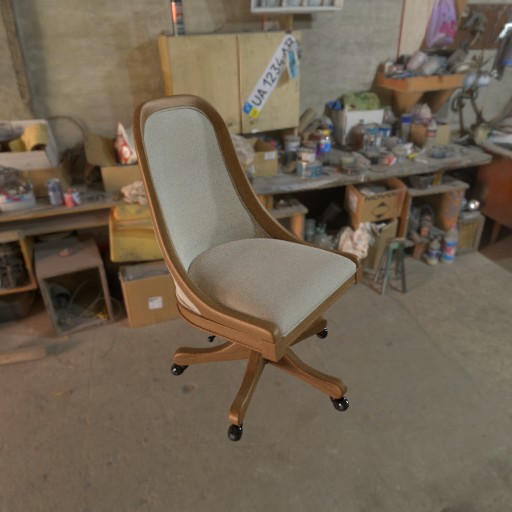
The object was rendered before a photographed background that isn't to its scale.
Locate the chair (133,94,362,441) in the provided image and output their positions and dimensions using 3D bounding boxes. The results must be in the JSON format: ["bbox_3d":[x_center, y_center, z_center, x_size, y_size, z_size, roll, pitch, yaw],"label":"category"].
[{"bbox_3d":[0.000,0.000,1.564,0.811,1.009,0.702,19,33,32],"label":"chair"}]
